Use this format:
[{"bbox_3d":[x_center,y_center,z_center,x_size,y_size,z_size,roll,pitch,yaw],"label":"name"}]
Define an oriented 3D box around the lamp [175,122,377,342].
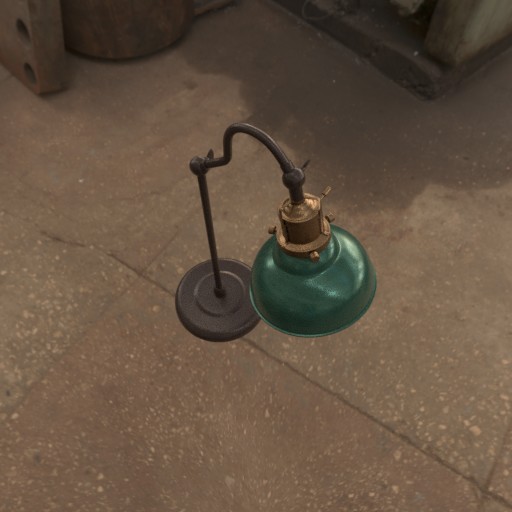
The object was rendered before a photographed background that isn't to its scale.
[{"bbox_3d":[0.000,0.000,0.688,0.374,0.508,0.192,32,63,18],"label":"lamp"}]
